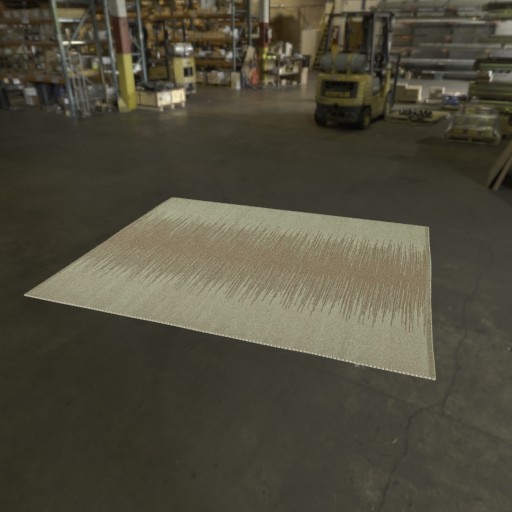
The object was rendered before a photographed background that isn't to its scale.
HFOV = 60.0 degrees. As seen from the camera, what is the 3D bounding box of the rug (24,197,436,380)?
[{"bbox_3d":[0.000,0.000,4.076,3.048,0.013,2.438,8,28,16],"label":"rug"}]
